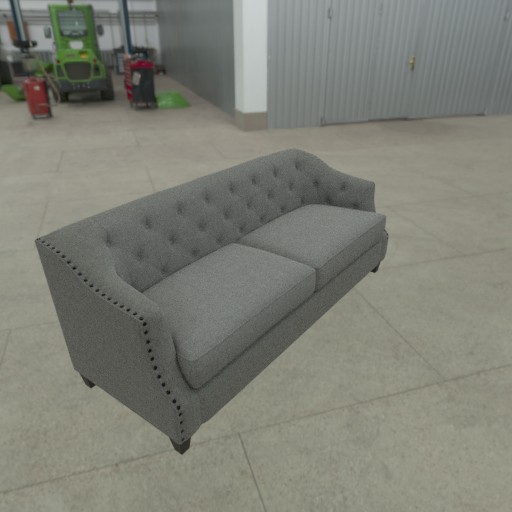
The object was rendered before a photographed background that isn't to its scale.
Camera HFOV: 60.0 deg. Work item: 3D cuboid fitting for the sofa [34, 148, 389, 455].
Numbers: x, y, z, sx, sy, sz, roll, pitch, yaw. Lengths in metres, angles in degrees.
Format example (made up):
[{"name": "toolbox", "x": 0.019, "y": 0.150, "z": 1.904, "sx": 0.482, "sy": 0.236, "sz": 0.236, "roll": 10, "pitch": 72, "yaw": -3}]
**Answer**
[{"name": "sofa", "x": 0.000, "y": 0.000, "z": 2.785, "sx": 0.914, "sy": 0.901, "sz": 2.235, "roll": 19, "pitch": 33, "yaw": 33}]
